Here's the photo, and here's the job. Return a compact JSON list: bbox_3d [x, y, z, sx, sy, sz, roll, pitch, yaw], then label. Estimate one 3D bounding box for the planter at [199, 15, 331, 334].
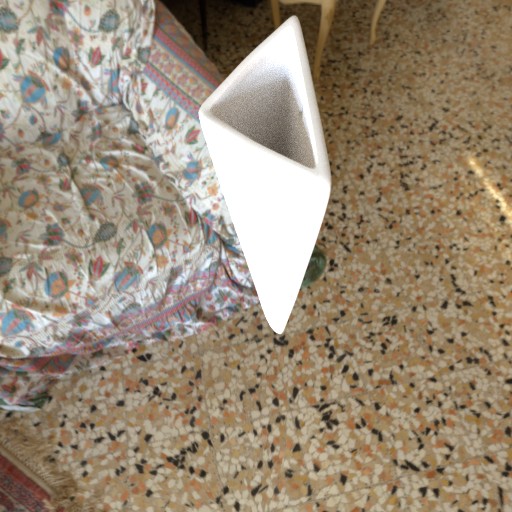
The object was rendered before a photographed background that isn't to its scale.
[{"bbox_3d":[0.000,0.000,0.382,0.065,0.338,0.143,-3,58,-2],"label":"planter"}]
